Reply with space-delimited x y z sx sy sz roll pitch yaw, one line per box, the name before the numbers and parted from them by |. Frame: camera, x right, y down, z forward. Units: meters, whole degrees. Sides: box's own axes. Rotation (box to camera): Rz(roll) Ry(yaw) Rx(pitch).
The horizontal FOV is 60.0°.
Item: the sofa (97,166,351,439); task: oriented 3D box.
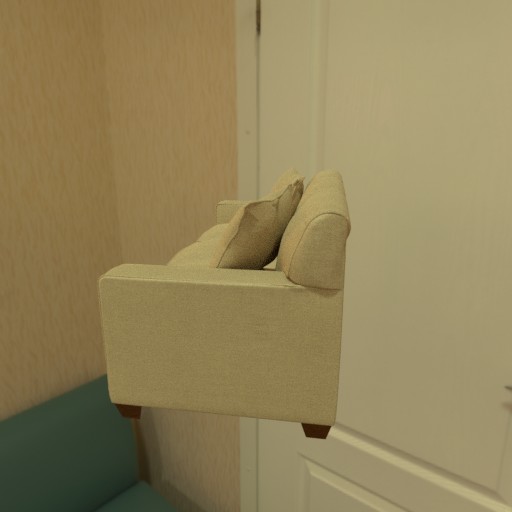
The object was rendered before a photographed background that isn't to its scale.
sofa | 0.000 0.000 2.633 0.997 0.958 2.024 3 16 9
